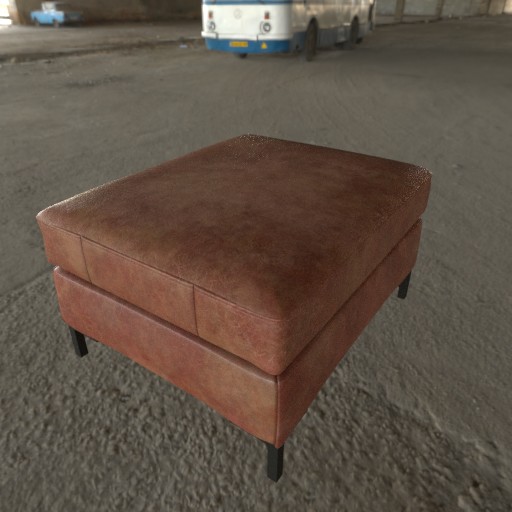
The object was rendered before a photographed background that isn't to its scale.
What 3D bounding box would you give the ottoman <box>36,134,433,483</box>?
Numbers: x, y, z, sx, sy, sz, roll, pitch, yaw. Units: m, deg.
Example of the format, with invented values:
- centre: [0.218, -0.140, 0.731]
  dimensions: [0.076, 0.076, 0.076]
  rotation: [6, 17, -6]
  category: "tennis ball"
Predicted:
- centre: [0.000, 0.000, 1.744]
  dimensions: [0.965, 0.667, 1.186]
  rotation: [19, 35, 30]
  category: "ottoman"
